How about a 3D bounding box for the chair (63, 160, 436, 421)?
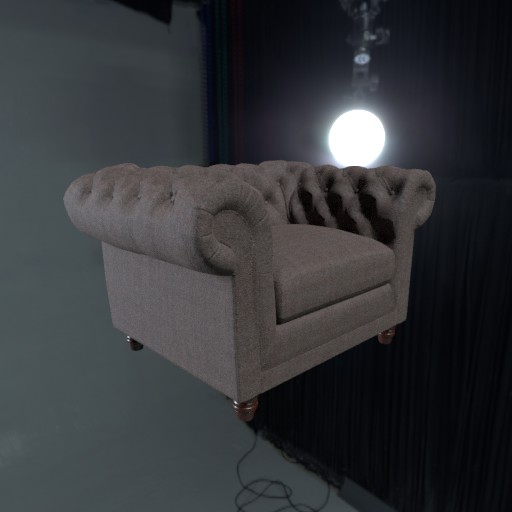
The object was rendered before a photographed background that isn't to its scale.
[{"bbox_3d":[0.000,0.000,1.883,1.298,0.780,0.945,-12,18,-42],"label":"chair"}]
